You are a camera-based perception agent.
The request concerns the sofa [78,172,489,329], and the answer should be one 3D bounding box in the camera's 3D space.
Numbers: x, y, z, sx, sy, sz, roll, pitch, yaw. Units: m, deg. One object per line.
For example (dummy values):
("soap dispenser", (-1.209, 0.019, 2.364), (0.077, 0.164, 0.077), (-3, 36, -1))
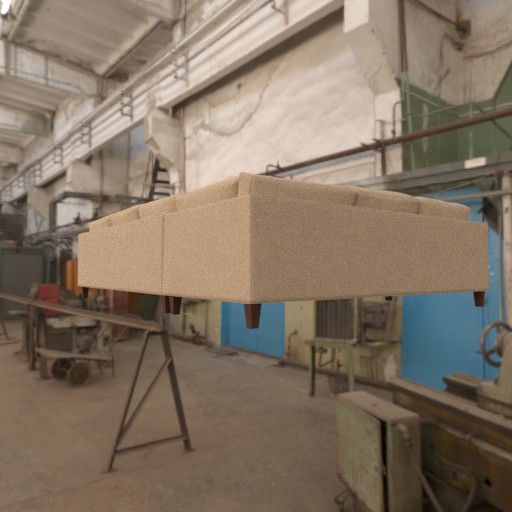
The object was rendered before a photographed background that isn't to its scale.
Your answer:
("sofa", (0.000, 0.000, 4.195), (2.432, 0.863, 3.182), (1, -2, -36))
